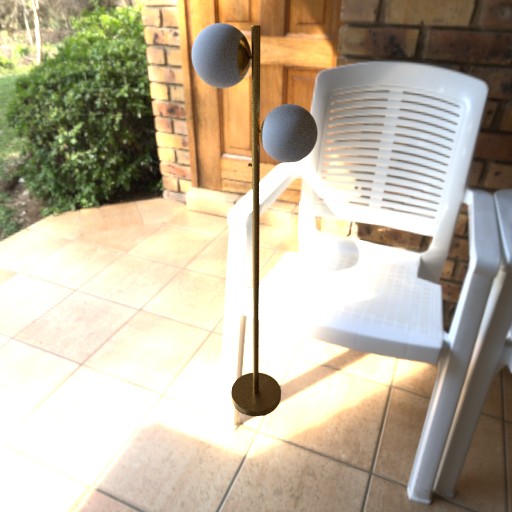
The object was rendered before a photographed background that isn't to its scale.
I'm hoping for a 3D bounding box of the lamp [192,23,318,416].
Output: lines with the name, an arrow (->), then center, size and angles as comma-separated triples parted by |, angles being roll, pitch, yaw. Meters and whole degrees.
lamp -> 0.000, 0.000, 1.766 | 0.419, 1.641, 0.249 | 10, 33, 15
